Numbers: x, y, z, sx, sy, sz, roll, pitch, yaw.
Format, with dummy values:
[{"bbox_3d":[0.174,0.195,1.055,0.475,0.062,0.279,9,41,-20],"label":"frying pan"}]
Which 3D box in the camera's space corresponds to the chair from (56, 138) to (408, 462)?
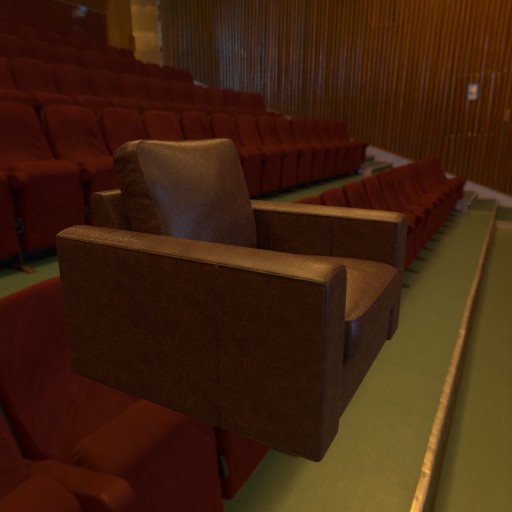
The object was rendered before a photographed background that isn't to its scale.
[{"bbox_3d":[0.000,0.000,1.716,1.016,0.873,1.005,8,18,28],"label":"chair"}]
